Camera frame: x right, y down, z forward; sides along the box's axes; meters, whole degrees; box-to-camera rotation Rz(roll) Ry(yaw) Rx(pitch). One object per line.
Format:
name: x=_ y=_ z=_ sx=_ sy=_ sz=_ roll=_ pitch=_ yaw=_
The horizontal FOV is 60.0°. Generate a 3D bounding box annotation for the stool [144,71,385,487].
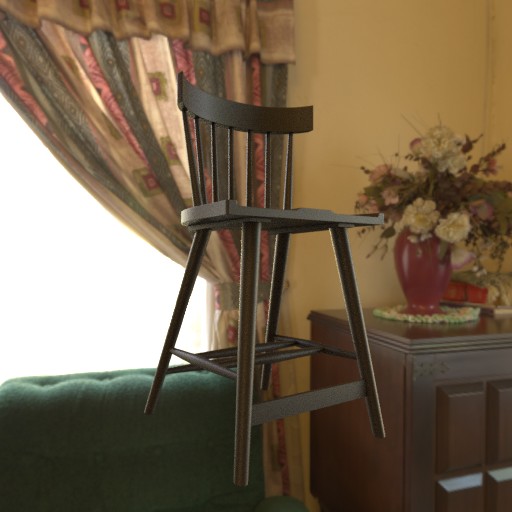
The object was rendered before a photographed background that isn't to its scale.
stool: x=0.000 y=0.000 z=1.262 sx=0.494 sy=0.953 sz=0.549 roll=0 pitch=-1 yaw=-35
